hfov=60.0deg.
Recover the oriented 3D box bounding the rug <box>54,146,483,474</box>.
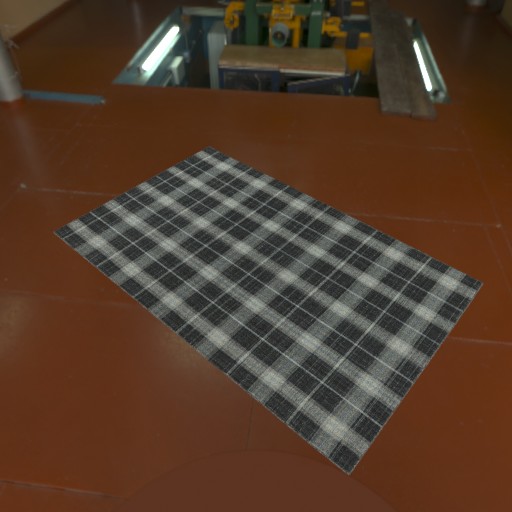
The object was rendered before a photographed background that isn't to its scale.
[{"bbox_3d":[0.000,0.000,2.917,2.434,0.015,1.520,32,53,28],"label":"rug"}]
